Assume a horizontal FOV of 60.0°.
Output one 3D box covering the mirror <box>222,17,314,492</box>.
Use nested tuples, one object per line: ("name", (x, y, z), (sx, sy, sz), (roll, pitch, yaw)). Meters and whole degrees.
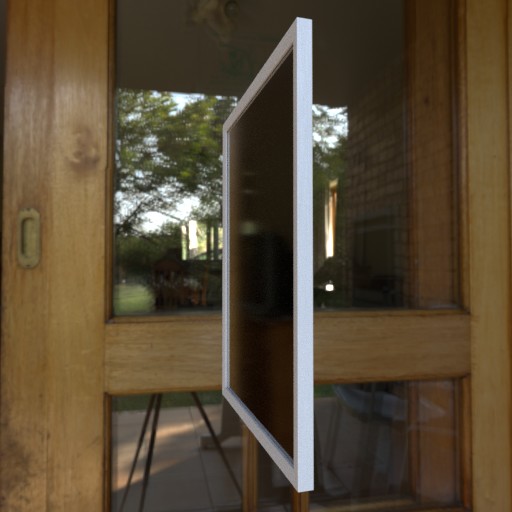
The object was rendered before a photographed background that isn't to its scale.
("mirror", (0.000, 0.000, 1.317), (0.040, 1.016, 0.762), (0, -2, -16))
